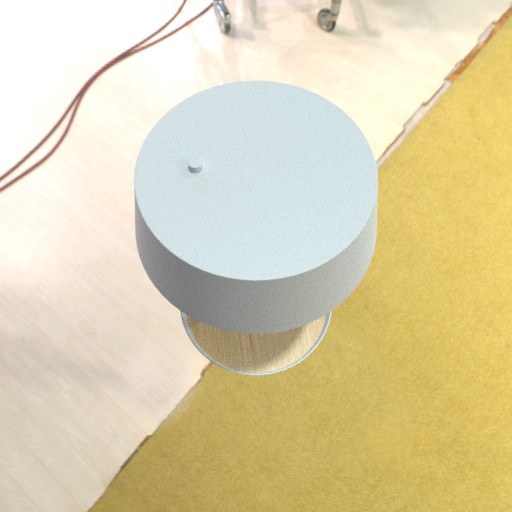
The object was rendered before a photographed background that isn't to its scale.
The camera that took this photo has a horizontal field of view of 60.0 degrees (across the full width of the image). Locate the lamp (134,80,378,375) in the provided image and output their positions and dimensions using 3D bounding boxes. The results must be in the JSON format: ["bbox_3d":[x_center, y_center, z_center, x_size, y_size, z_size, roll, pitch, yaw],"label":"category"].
[{"bbox_3d":[0.000,0.000,0.636,0.291,0.429,0.291,0,64,0],"label":"lamp"}]
